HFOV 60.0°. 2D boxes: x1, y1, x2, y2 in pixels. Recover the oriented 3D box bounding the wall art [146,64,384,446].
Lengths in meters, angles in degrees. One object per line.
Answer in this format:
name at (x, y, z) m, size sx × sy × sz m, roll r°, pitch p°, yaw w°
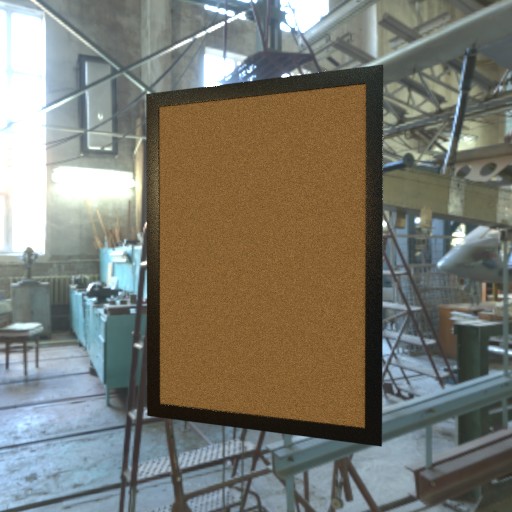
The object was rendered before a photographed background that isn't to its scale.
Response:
wall art at (0.000, 0.000, 0.840) m, size 0.462 × 0.656 × 0.019 m, roll 0°, pitch 1°, yaw 18°
